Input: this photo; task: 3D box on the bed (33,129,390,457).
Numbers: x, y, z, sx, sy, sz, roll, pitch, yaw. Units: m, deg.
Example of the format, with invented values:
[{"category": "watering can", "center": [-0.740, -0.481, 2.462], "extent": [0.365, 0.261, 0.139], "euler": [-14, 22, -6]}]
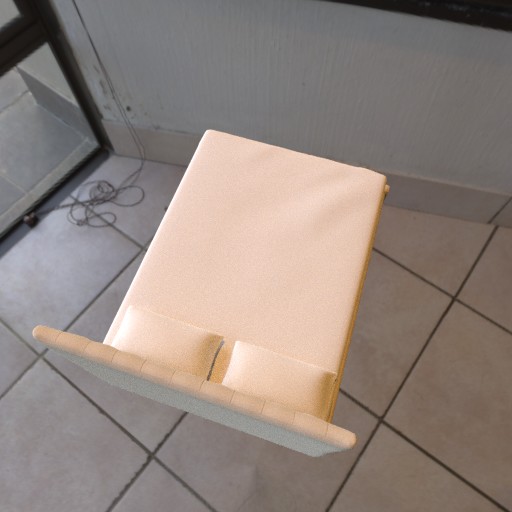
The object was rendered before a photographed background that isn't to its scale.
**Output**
[{"category": "bed", "center": [0.000, 0.000, 3.204], "extent": [1.696, 1.426, 2.233], "euler": [17, 66, 8]}]
